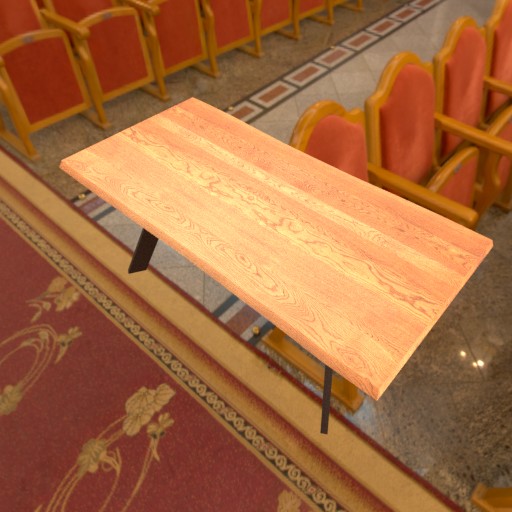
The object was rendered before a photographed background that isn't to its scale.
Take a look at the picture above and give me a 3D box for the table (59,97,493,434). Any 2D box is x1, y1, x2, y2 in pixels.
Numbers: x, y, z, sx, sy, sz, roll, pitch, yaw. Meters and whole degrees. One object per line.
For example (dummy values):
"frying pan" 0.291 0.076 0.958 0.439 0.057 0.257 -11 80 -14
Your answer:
"table" 0.000 0.000 2.245 1.800 0.770 0.900 33 55 27
